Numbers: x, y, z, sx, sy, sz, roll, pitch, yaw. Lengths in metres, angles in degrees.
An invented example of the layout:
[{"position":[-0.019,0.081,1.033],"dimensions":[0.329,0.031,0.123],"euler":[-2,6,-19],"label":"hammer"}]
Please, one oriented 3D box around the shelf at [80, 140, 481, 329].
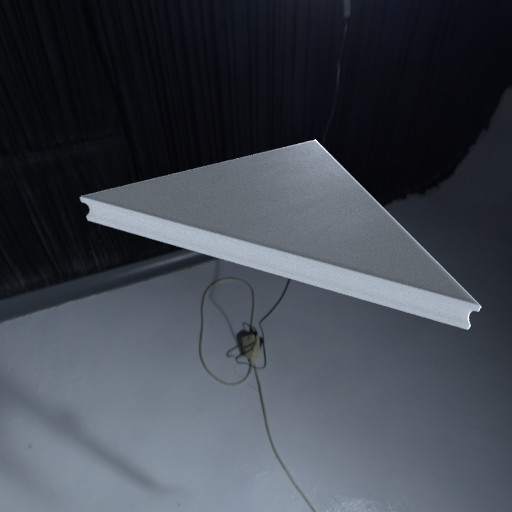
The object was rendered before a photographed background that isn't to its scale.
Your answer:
[{"position":[0.000,0.000,0.445],"dimensions":[0.296,0.035,0.296],"euler":[-17,47,-16],"label":"shelf"}]
